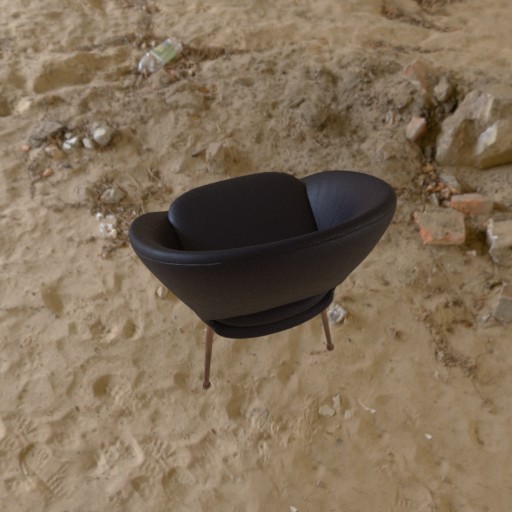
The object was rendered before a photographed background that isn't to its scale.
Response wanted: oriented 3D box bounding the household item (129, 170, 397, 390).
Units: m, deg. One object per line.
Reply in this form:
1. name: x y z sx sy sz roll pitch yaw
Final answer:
1. household item: 0.000 0.000 1.264 0.623 0.852 0.573 -15 58 -10
